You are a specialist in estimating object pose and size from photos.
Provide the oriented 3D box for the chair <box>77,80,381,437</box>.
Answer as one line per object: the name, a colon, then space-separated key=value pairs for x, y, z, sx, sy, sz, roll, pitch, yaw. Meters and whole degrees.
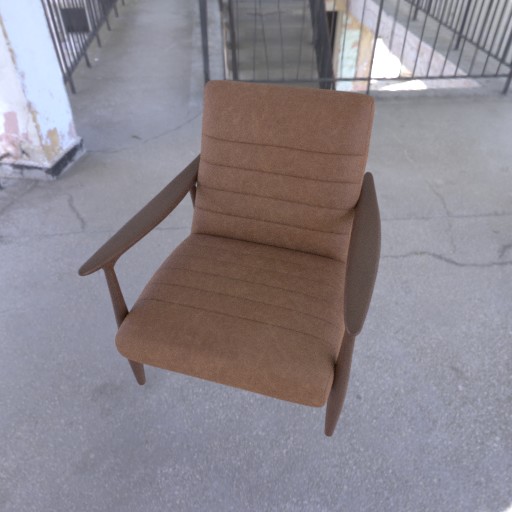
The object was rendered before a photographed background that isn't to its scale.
chair: x=0.000 y=0.000 z=1.419 sx=0.741 sy=0.832 sz=0.798 roll=11 pitch=42 yaw=12
